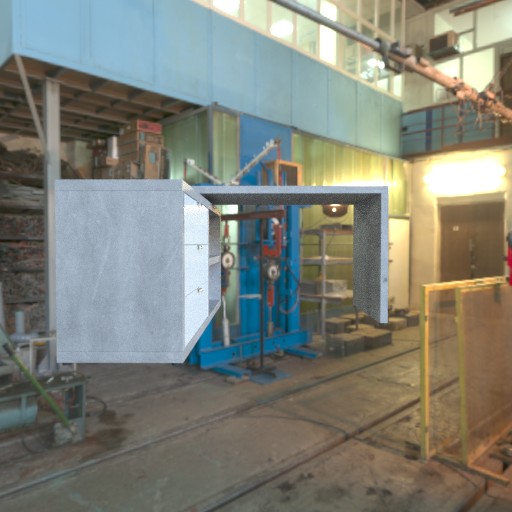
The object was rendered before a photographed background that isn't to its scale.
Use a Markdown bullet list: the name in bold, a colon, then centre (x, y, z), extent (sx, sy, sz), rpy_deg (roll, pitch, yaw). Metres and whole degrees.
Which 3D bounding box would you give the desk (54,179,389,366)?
- **desk**: centre (0.000, 0.000, 2.305), extent (1.400, 0.740, 1.500), rpy_deg (0, 2, 1)
